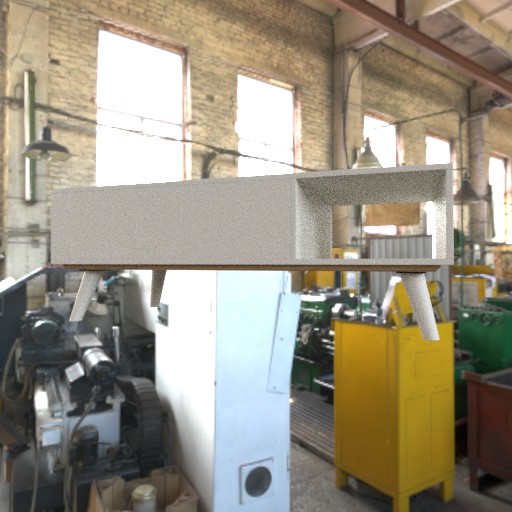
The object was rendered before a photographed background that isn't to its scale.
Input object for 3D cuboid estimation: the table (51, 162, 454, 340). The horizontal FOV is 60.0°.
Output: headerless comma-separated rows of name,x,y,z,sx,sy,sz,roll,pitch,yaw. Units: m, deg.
table,0.000,0.000,1.529,1.194,0.432,0.609,0,-1,19
